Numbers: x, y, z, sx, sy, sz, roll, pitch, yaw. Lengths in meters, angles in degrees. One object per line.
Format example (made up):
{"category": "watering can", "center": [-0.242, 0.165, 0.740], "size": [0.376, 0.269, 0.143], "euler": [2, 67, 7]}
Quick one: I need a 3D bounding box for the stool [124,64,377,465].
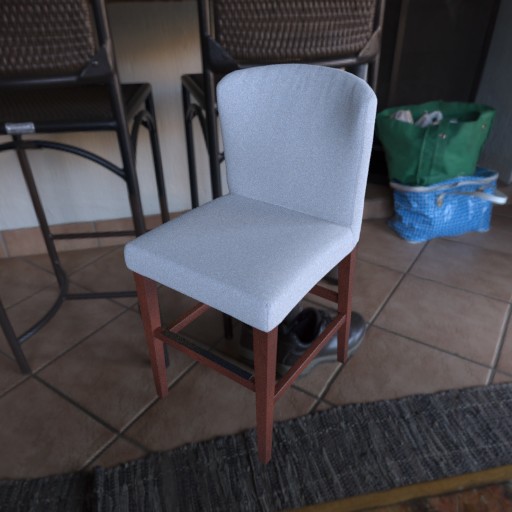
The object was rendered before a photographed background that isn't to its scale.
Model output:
{"category": "stool", "center": [0.000, 0.000, 1.282], "size": [0.479, 0.968, 0.568], "euler": [20, 36, 30]}
